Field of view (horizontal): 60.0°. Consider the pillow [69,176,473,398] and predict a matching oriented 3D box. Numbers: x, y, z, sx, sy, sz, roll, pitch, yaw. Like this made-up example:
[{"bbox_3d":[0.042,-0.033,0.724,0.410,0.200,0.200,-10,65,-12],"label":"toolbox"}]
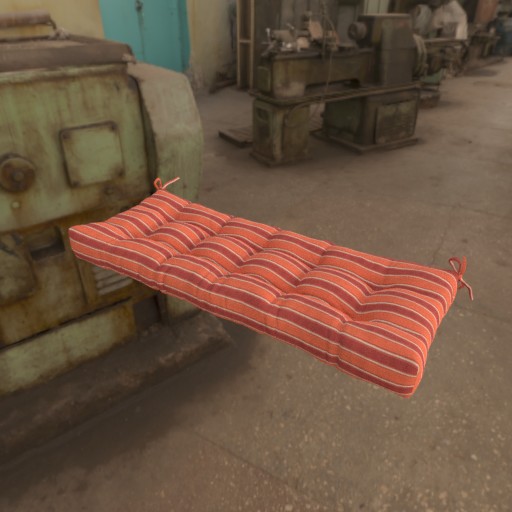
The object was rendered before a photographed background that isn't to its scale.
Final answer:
[{"bbox_3d":[0.000,0.000,1.350,1.194,0.174,0.511,18,36,28],"label":"pillow"}]
